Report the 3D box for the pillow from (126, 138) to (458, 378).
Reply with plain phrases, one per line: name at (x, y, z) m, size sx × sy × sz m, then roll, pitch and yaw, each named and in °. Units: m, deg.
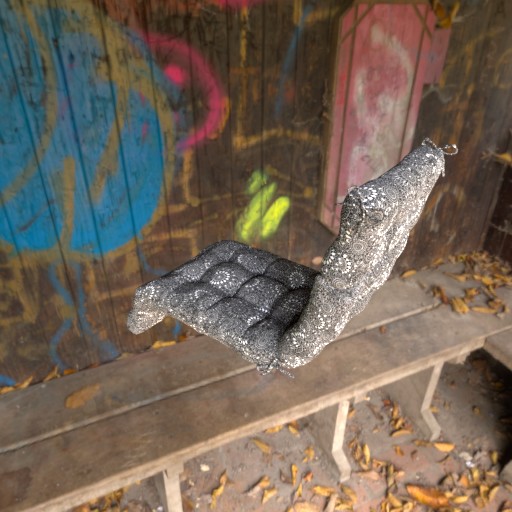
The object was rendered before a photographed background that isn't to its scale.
pillow at (0.000, 0.000, 1.514) m, size 1.016 × 0.863 × 0.526 m, roll 21°, pitch 37°, yaw 31°
